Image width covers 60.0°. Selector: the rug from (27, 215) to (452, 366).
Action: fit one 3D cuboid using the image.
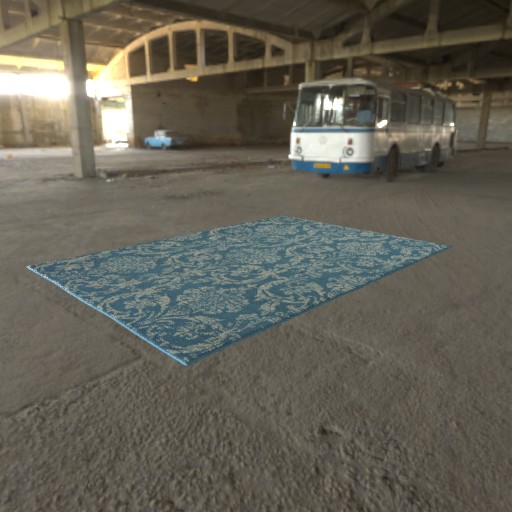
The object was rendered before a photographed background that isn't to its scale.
[{"bbox_3d":[0.000,0.000,2.780,2.205,0.012,1.554,-15,22,-43],"label":"rug"}]
